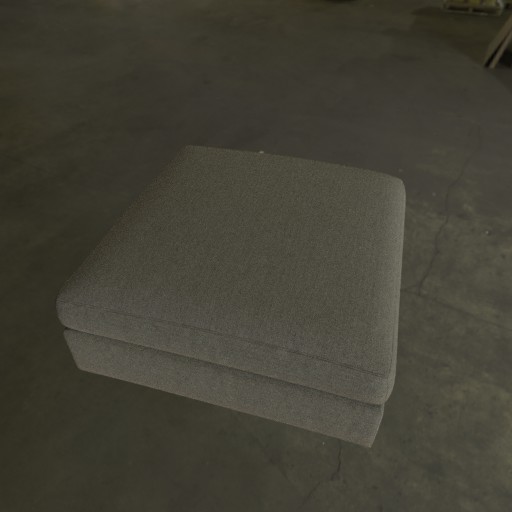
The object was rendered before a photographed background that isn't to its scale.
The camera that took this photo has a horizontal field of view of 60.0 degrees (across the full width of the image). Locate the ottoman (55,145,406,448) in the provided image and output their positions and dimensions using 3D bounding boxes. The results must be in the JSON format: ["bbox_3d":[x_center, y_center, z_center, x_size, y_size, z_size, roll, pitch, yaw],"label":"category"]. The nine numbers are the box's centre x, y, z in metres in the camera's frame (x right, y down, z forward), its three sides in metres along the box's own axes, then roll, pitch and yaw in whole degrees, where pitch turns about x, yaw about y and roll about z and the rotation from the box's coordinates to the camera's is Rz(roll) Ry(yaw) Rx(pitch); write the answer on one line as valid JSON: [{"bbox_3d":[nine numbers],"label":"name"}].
[{"bbox_3d":[0.000,0.000,1.674,1.041,0.470,1.041,11,42,12],"label":"ottoman"}]
